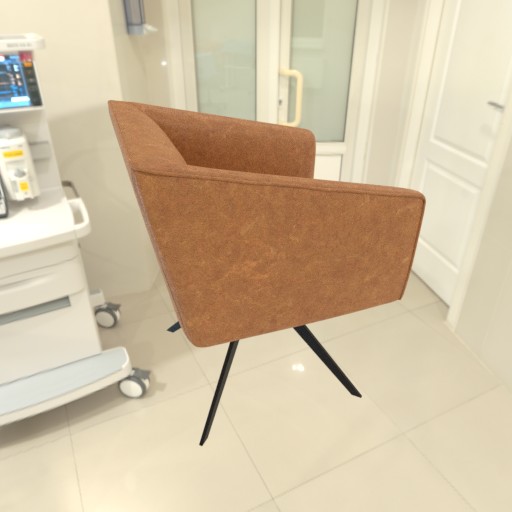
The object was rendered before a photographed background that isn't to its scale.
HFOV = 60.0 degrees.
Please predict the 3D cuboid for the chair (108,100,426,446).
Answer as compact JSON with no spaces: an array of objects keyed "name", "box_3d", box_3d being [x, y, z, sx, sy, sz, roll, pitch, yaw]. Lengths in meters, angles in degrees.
[{"name":"chair","box_3d":[0.000,0.000,1.207,0.625,0.760,0.588,-10,32,-17]}]
